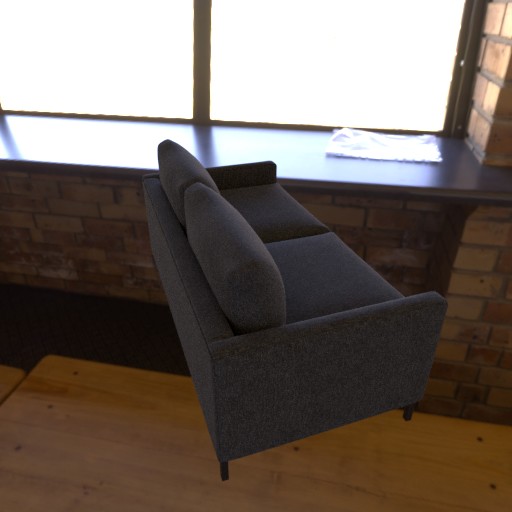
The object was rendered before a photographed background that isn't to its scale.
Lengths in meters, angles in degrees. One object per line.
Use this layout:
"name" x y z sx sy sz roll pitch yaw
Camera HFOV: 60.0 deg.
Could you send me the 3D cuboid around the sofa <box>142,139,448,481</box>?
"sofa" 0.000 0.000 2.195 0.866 0.862 1.716 -10 31 -17
